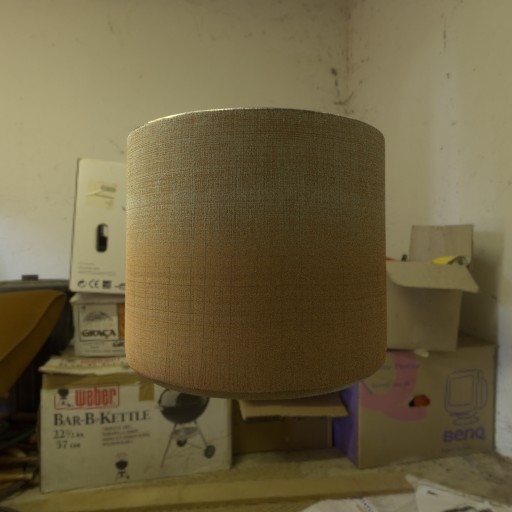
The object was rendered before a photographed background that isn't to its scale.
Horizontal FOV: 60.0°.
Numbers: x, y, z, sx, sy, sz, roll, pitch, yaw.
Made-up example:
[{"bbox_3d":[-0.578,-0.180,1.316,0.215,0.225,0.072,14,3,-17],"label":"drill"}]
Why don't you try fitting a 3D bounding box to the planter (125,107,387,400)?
[{"bbox_3d":[0.000,0.000,0.446,0.254,0.221,0.254,0,1,0],"label":"planter"}]
